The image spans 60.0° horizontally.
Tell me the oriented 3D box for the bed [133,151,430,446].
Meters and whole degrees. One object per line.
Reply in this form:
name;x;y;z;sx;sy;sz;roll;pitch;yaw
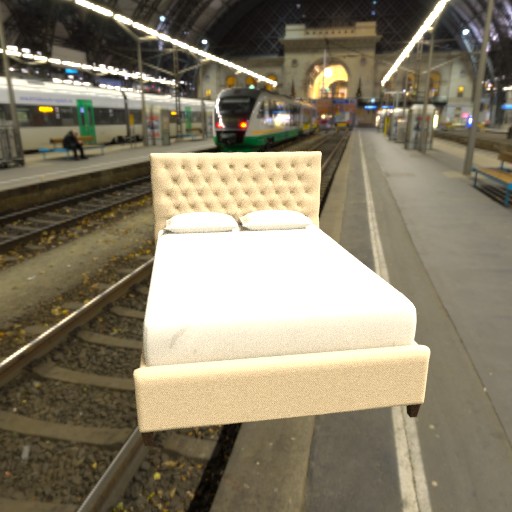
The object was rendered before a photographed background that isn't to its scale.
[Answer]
bed;0.000;0.000;3.471;1.698;1.427;2.387;-3;17;-9
